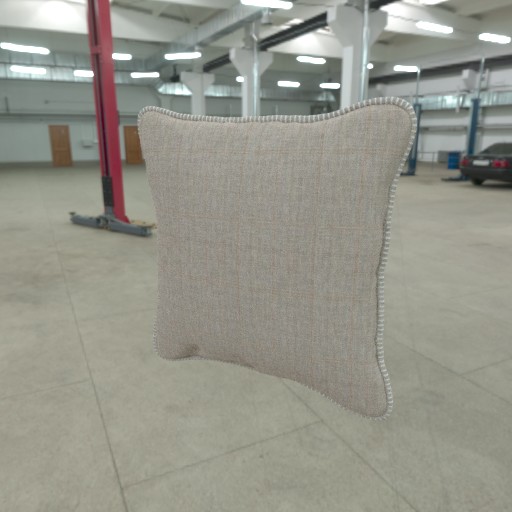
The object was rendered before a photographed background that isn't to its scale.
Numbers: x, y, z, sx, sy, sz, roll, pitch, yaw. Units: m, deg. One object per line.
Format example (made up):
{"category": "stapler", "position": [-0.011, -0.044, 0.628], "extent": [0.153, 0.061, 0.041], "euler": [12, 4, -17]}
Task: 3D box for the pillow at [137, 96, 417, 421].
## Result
{"category": "pillow", "position": [0.000, 0.000, 0.749], "extent": [0.485, 0.494, 0.124], "euler": [8, 17, 27]}
